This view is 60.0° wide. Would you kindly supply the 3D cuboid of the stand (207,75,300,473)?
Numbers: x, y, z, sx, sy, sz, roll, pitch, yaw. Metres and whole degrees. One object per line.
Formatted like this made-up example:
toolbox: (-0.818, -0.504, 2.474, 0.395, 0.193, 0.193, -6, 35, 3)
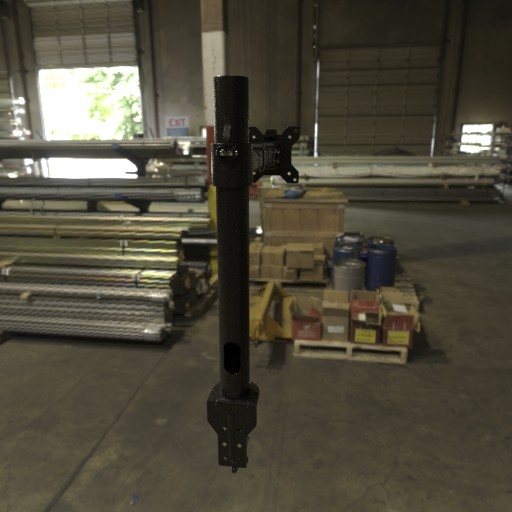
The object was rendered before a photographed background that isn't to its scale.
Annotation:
stand: (0.000, 0.000, 0.742, 0.115, 0.510, 0.456, 2, 15, 8)
